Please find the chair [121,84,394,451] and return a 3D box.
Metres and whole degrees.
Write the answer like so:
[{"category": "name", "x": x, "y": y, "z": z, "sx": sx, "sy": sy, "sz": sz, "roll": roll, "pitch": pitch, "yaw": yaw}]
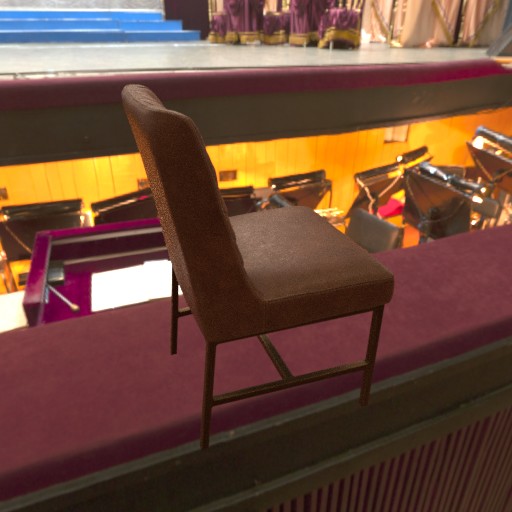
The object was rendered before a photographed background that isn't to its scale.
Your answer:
[{"category": "chair", "x": 0.000, "y": 0.000, "z": 1.239, "sx": 0.587, "sy": 0.889, "sz": 0.508, "roll": -10, "pitch": 30, "yaw": -18}]
